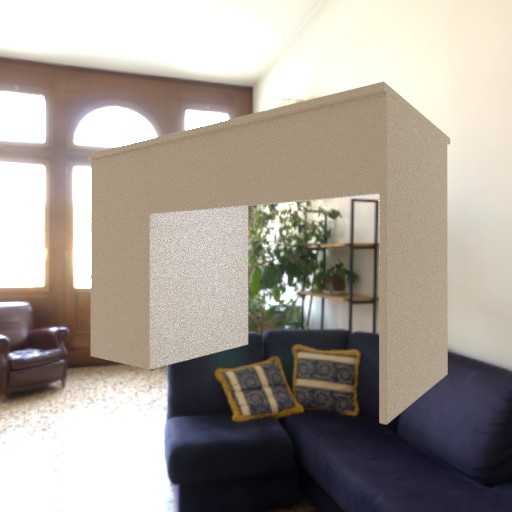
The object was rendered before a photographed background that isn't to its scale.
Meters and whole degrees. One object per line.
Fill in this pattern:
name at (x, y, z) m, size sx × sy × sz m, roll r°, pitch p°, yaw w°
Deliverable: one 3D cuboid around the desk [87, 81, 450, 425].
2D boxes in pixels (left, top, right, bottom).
desk at (0.000, 0.000, 1.488) m, size 1.097 × 0.735 × 0.560 m, roll 0°, pitch 0°, yaw 37°
